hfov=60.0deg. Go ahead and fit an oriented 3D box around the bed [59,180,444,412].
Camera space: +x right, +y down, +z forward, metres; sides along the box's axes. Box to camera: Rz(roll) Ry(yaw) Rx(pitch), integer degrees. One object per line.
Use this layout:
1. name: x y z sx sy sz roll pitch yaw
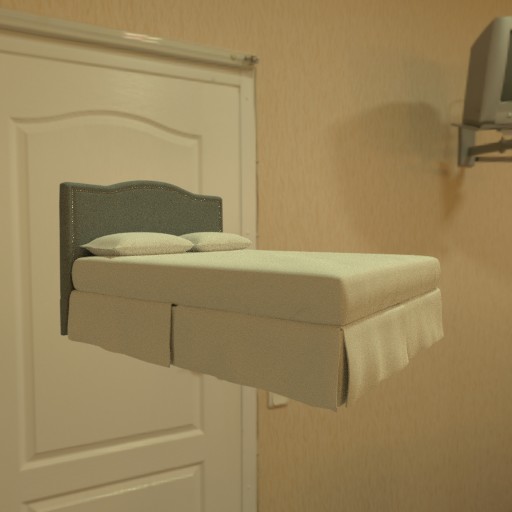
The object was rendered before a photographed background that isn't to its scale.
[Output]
1. bed: 0.000 0.000 3.840 2.689 1.457 2.161 2 4 36
